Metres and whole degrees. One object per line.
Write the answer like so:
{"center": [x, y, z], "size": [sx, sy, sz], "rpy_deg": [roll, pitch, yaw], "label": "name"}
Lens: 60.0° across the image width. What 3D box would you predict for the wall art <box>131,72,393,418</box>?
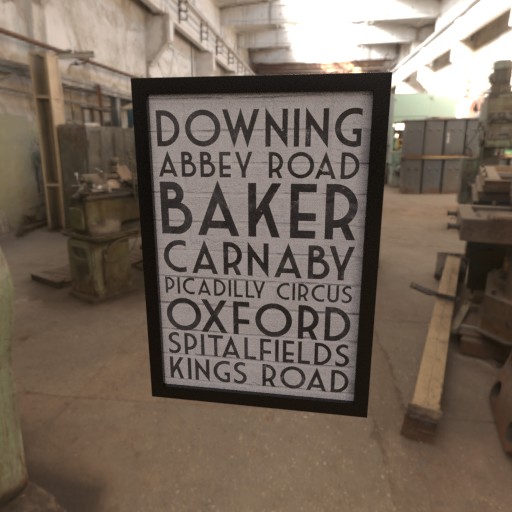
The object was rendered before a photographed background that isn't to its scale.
{"center": [0.000, 0.000, 0.864], "size": [0.462, 0.656, 0.019], "rpy_deg": [2, 15, 9], "label": "wall art"}
